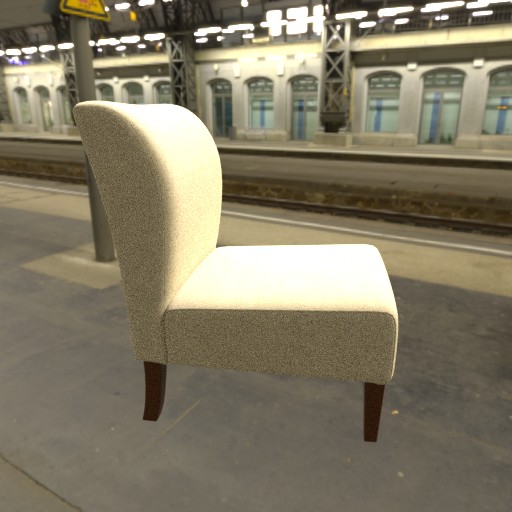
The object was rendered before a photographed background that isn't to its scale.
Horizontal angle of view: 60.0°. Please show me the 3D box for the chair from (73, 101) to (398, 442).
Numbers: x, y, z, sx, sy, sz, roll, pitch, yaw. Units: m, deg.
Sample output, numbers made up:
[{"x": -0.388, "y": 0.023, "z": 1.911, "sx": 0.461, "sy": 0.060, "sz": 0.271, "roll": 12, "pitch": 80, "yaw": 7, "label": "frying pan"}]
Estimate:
[{"x": 0.000, "y": 0.000, "z": 1.272, "sx": 0.754, "sy": 0.833, "sz": 0.521, "roll": 3, "pitch": 18, "yaw": 9, "label": "chair"}]
